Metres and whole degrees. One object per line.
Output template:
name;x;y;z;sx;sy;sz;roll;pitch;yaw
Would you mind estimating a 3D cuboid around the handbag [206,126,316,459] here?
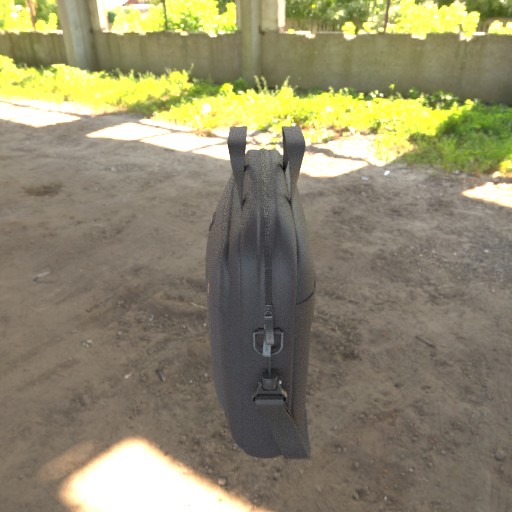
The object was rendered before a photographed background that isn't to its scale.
handbag;0.000;0.000;0.587;0.126;0.330;0.429;0;28;0
